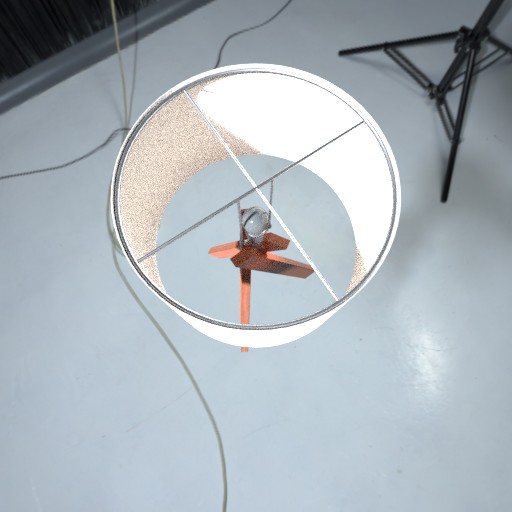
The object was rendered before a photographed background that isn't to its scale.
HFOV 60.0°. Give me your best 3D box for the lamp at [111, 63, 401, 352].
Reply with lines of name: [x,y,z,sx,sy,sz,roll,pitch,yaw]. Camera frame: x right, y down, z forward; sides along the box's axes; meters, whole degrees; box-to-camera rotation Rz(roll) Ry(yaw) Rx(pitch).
lamp: [0.000,0.000,0.912,0.380,0.686,0.380,-33,77,-9]
